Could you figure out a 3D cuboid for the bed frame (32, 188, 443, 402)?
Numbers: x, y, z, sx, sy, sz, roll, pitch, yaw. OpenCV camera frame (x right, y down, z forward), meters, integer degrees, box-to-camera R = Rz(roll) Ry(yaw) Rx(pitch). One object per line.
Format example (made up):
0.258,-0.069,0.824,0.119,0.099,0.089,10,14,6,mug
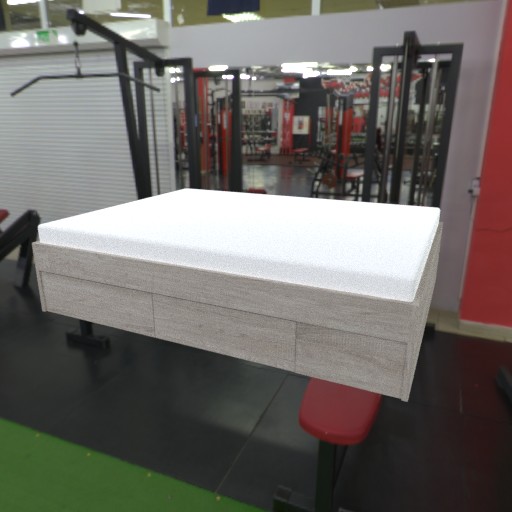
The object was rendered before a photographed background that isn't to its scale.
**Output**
0.000,0.000,2.624,1.944,0.490,1.448,8,19,24,bed frame
